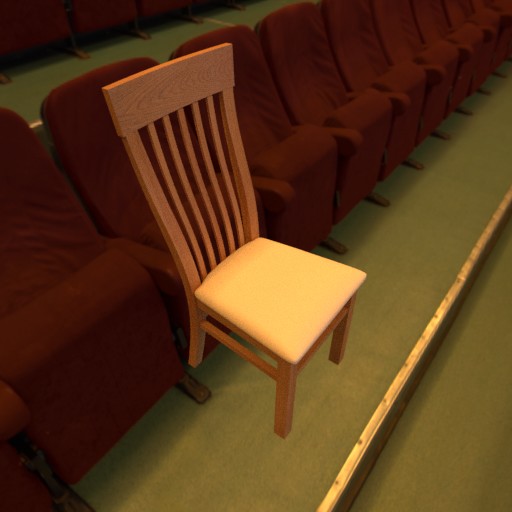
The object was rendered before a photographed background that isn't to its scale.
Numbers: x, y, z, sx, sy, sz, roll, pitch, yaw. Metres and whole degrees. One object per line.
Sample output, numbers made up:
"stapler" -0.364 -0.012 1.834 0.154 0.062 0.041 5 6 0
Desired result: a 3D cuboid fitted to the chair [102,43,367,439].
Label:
"chair" 0.000 0.000 1.375 0.580 1.050 0.450 26 47 27
